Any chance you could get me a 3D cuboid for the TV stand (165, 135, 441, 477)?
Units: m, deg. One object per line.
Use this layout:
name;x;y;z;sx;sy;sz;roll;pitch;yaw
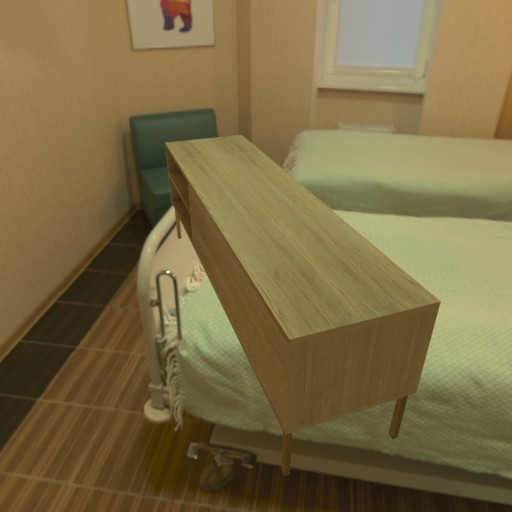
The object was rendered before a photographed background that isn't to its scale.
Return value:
TV stand;0.000;0.000;1.853;0.420;0.550;1.600;-11;33;-17
